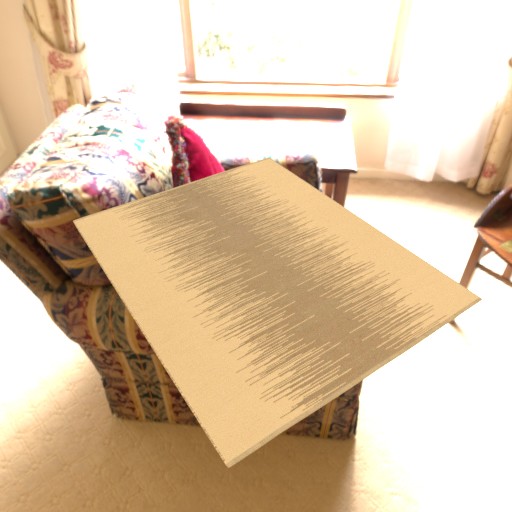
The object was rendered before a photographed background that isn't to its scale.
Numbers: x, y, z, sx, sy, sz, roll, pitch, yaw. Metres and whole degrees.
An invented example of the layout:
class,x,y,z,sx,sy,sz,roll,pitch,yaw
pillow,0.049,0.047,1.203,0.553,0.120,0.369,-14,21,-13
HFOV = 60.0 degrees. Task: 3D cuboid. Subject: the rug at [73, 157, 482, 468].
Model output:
class,x,y,z,sx,sy,sz,roll,pitch,yaw
rug,0.000,0.000,4.071,2.453,0.010,3.037,-23,45,-26
